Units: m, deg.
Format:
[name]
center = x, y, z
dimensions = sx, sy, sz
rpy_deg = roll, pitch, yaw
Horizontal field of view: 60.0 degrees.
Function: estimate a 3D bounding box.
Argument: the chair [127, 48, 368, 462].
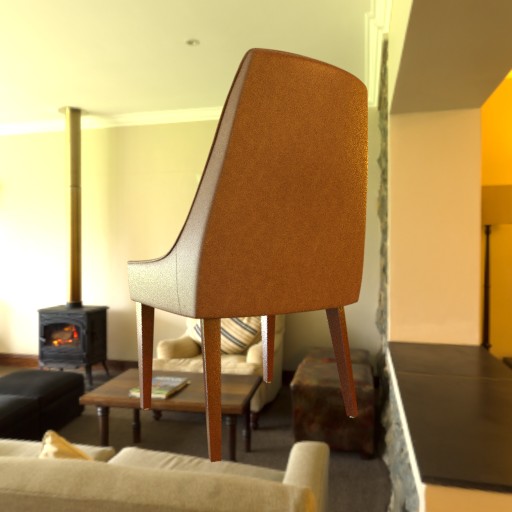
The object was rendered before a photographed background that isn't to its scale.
[chair]
center = 0.000, 0.000, 1.186
dimensions = 0.529, 0.861, 0.544
rpy_deg = -1, 1, -36
